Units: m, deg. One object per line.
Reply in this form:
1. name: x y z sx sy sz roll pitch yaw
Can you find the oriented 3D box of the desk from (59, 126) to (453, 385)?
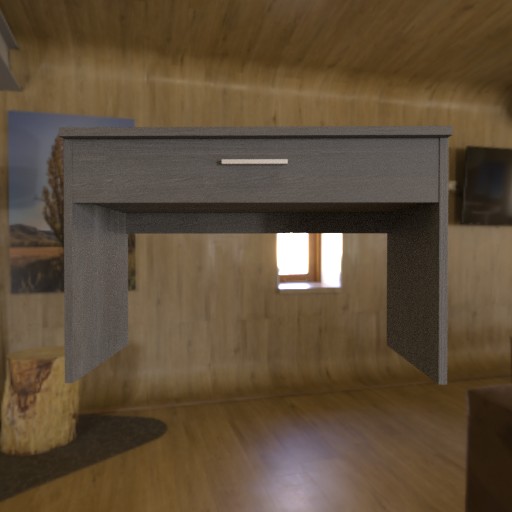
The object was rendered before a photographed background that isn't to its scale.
1. desk: 0.000 0.000 1.519 1.099 0.729 0.557 0 1 1
